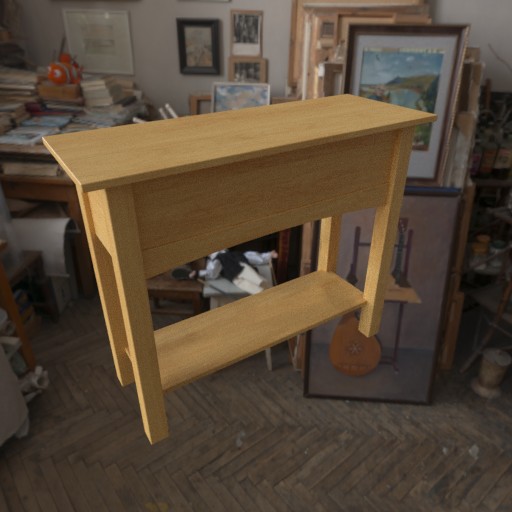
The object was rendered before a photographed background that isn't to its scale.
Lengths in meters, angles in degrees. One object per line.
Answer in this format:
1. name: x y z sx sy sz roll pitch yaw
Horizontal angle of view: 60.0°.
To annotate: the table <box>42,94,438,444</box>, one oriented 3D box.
1. table: 0.000 0.000 1.243 0.900 0.728 0.340 -18 35 -28
